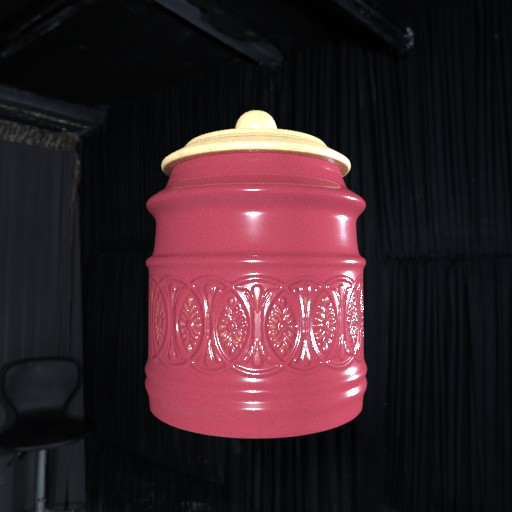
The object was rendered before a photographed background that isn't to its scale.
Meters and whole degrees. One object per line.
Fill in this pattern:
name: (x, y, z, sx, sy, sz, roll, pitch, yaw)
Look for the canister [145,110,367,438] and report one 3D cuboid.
canister: (0.000, 0.000, 0.269, 0.130, 0.176, 0.130, 0, -2, 0)
